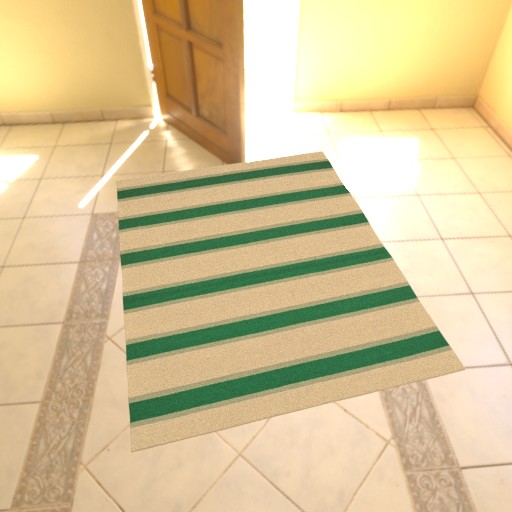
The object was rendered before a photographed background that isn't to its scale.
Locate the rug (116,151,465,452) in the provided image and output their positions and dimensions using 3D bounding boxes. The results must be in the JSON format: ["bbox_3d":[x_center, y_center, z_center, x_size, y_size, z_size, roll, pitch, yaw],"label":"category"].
[{"bbox_3d":[0.000,0.000,4.096,2.434,0.019,3.041,-10,46,-10],"label":"rug"}]
